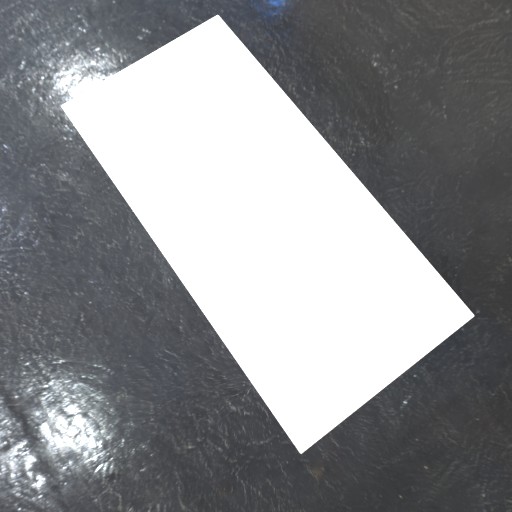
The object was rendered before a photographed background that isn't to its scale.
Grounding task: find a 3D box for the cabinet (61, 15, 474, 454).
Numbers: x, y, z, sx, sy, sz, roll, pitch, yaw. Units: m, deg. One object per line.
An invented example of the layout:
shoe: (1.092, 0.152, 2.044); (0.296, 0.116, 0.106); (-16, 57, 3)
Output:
cabinet: (0.000, 0.000, 1.205); (0.398, 0.761, 0.800); (-35, 77, -9)
